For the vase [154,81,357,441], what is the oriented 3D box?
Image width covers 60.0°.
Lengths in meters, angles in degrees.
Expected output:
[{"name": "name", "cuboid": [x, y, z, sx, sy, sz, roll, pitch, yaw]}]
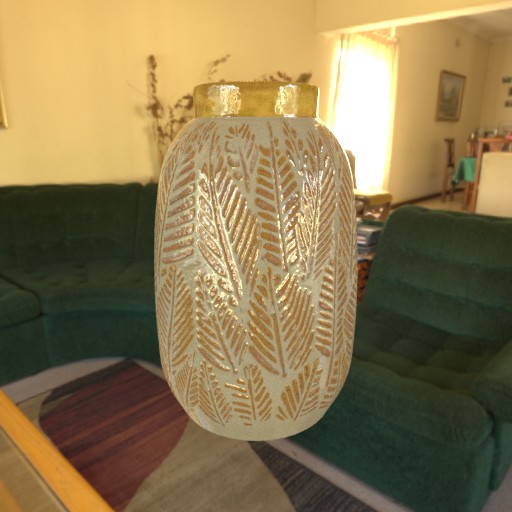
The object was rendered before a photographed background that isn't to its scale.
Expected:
[{"name": "vase", "cuboid": [0.000, 0.000, 0.378, 0.172, 0.270, 0.172, 0, 16, 0]}]
